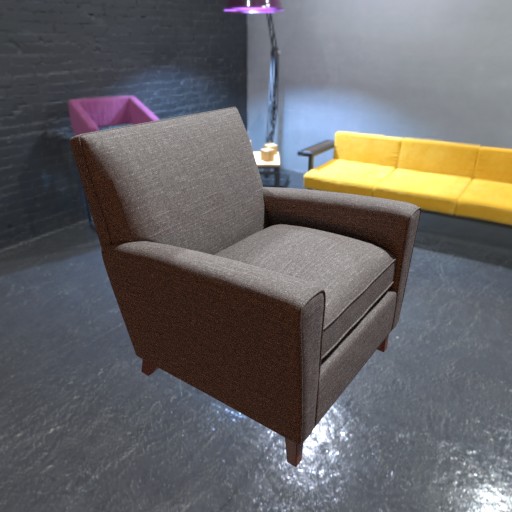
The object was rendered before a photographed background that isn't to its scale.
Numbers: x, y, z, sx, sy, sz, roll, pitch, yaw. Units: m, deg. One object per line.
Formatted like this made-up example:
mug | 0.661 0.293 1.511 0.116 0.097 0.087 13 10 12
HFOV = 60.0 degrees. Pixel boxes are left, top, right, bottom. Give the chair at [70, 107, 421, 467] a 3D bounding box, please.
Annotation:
chair | 0.000 0.000 1.595 0.875 0.885 0.838 18 32 32
